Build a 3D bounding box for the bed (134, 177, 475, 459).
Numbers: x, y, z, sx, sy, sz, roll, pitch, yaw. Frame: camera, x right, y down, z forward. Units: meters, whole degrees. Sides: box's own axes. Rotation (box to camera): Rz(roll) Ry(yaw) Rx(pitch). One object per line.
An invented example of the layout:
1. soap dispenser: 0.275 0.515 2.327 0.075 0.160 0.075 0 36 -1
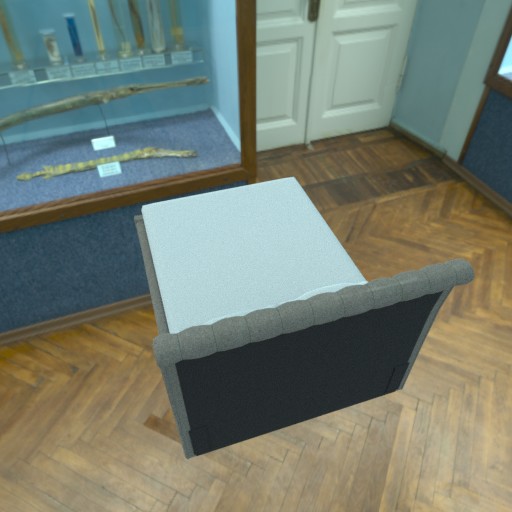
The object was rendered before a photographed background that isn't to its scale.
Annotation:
1. bed: 0.000 0.000 3.307 1.645 1.371 2.252 -13 46 -13
